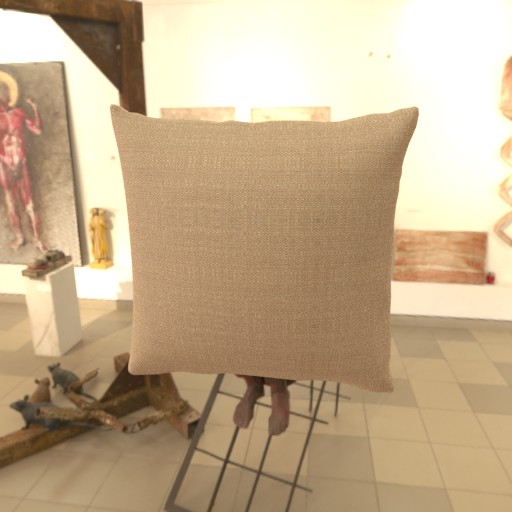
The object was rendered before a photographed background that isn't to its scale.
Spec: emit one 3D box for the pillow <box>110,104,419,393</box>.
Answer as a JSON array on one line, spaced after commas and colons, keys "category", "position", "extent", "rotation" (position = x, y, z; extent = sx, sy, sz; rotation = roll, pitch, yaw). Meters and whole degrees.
[{"category": "pillow", "position": [0.000, 0.000, 0.795], "extent": [0.521, 0.519, 0.215], "rotation": [2, 16, 8]}]
